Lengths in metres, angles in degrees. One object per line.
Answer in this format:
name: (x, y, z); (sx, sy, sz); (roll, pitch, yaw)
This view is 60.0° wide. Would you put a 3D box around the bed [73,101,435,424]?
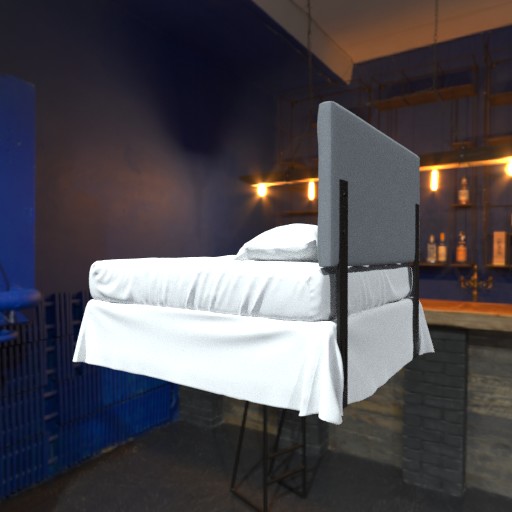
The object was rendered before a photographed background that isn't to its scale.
bed: (0.000, 0.000, 3.444); (2.222, 1.577, 1.936); (0, 1, 35)
